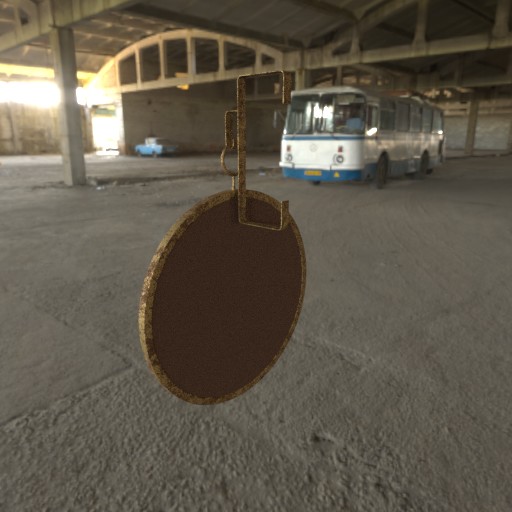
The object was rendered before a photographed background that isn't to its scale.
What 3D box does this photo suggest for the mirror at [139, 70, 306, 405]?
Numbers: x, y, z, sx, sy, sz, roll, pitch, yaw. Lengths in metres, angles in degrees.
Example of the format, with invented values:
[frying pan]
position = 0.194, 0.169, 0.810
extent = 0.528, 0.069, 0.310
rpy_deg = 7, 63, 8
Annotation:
[mirror]
position = 0.000, 0.000, 0.851
extent = 0.144, 0.651, 0.447
rpy_deg = 14, 21, 42
